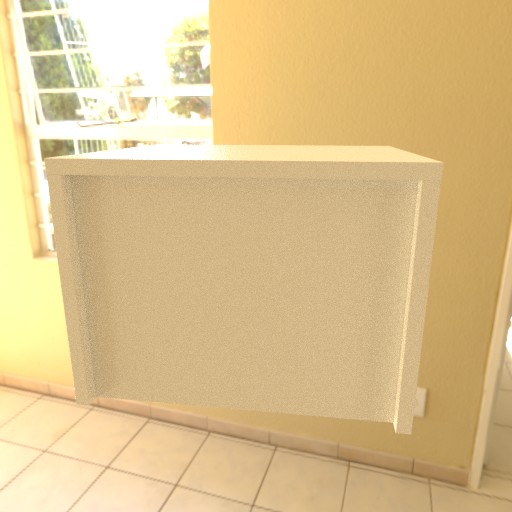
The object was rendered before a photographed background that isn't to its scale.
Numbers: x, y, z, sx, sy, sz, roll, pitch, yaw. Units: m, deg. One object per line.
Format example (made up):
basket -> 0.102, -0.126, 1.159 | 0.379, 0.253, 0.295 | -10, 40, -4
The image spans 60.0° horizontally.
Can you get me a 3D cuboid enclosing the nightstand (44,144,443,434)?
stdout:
nightstand -> 0.000, 0.000, 0.757 | 0.470, 0.351, 0.408 | 2, 17, 8
